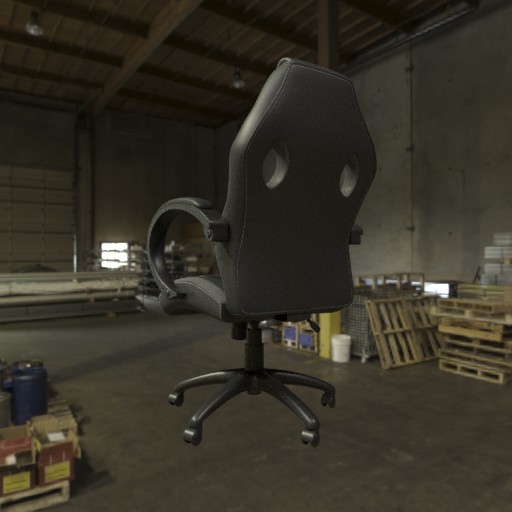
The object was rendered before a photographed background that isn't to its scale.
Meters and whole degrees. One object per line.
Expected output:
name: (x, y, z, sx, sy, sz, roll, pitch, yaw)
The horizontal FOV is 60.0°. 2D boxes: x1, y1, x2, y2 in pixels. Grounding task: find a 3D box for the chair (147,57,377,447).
chair: (0.000, 0.000, 1.646, 0.673, 1.187, 0.724, 0, 0, -35)
